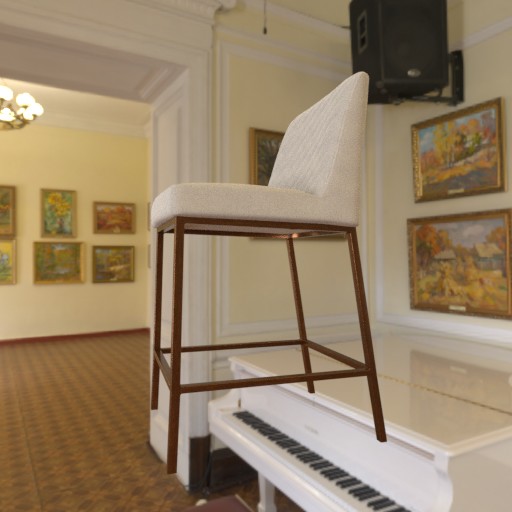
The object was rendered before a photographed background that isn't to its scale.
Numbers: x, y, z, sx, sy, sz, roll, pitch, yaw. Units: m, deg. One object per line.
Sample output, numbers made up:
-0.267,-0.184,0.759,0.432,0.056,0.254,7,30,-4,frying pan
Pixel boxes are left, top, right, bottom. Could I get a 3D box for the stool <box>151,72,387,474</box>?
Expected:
0.000,0.000,1.289,0.576,0.973,0.507,0,0,-18,stool
